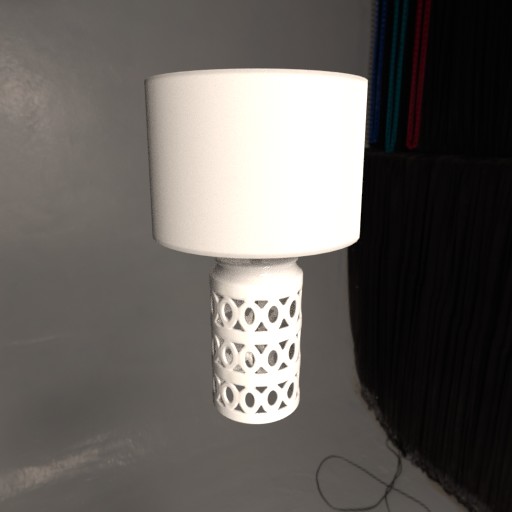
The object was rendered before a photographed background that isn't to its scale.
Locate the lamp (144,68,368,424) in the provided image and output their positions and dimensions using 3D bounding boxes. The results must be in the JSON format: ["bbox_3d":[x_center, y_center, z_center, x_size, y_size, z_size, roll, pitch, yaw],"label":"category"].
[{"bbox_3d":[0.000,0.000,0.690,0.310,0.502,0.310,0,16,0],"label":"lamp"}]
